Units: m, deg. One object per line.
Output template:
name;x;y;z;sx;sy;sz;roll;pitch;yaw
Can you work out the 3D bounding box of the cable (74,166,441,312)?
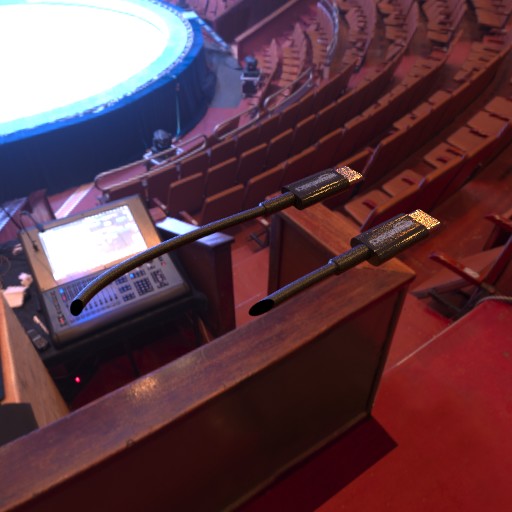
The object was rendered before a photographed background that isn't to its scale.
cable;0.000;0.000;0.113;0.098;0.005;0.041;-25;47;-26
